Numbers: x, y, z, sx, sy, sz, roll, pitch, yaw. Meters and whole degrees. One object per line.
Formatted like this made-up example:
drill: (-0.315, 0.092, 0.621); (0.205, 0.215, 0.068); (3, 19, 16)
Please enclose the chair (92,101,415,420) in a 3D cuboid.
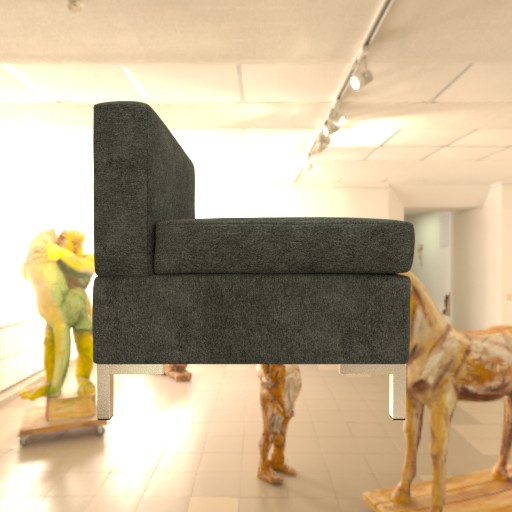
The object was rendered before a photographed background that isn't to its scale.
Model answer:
chair: (0.000, 0.000, 1.215); (0.680, 0.660, 0.680); (0, 1, 0)
